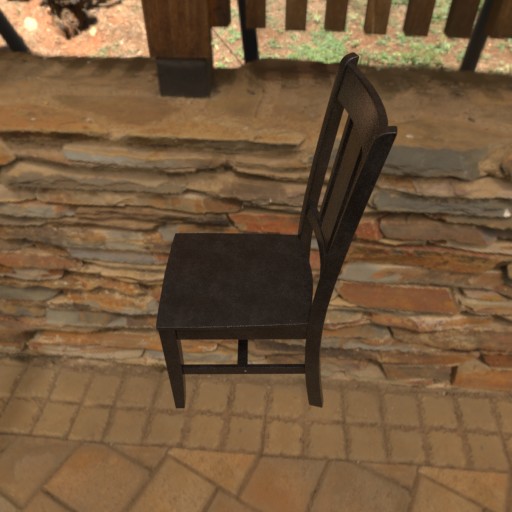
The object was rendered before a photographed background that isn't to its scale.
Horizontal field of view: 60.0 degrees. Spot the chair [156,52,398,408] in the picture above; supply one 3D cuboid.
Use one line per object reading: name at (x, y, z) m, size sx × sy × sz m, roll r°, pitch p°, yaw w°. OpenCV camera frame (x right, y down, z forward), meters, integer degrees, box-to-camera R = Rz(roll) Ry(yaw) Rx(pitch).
chair at (0.000, 0.000, 1.298) m, size 0.555 × 0.998 × 0.450 m, roll 0°, pitch 42°, yaw 0°
